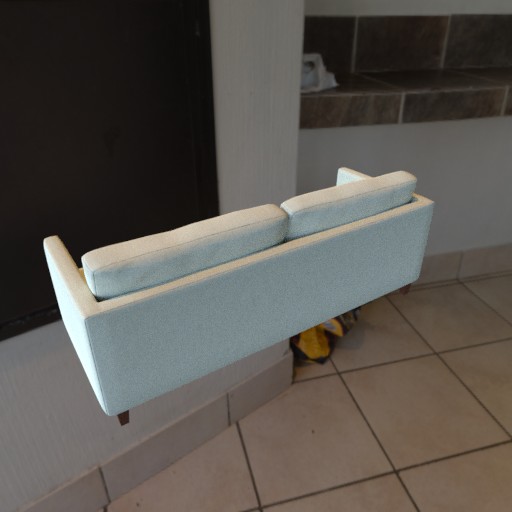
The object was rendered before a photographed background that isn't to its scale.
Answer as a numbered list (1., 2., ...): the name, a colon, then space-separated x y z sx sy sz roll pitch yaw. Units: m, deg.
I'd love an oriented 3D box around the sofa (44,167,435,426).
1. sofa: 0.000 0.000 2.981 2.434 0.965 0.948 -18 34 -29
